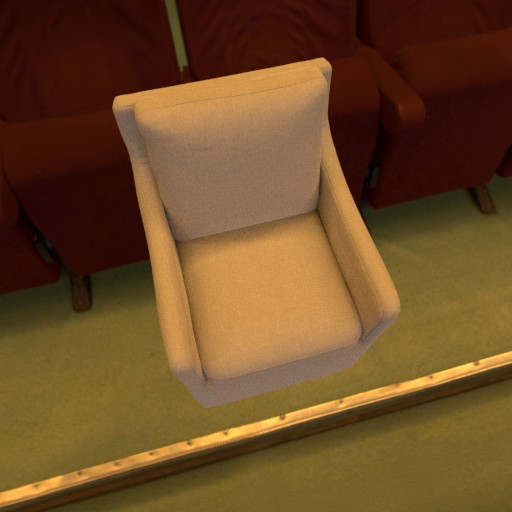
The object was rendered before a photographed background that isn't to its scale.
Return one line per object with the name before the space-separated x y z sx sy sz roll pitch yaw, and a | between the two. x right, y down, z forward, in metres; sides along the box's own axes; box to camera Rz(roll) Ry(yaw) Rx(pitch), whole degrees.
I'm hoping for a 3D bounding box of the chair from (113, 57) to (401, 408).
chair | 0.000 0.000 1.374 0.626 0.914 0.694 -13 64 -7
